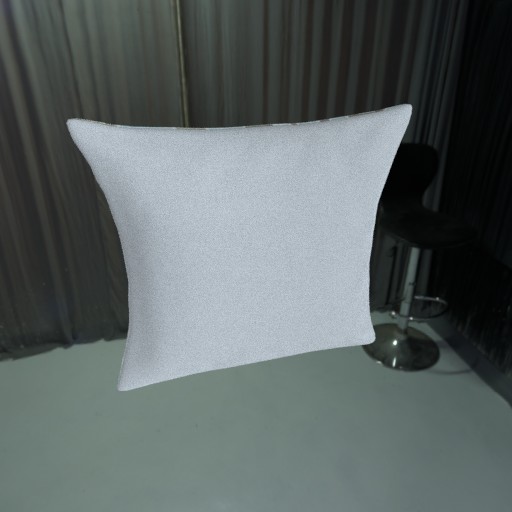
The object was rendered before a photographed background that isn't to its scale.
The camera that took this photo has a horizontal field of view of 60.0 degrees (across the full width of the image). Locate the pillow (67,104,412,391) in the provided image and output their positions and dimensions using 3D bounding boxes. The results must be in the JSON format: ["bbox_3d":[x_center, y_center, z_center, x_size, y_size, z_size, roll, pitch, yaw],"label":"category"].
[{"bbox_3d":[0.000,0.000,0.802,0.552,0.508,0.166,-7,28,-14],"label":"pillow"}]
